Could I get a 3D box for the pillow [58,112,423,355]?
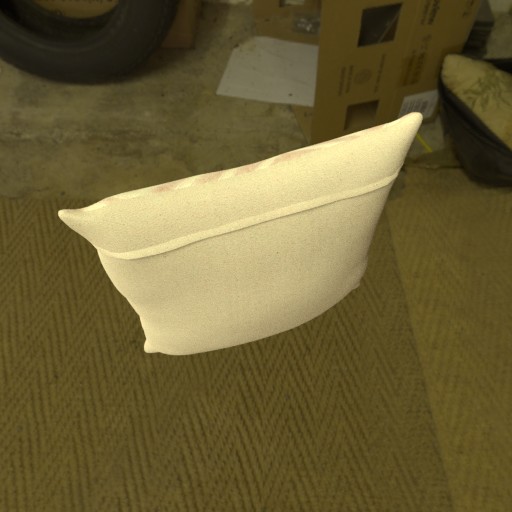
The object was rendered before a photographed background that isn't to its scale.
[{"bbox_3d":[0.000,0.000,0.679,0.440,0.441,0.182,-17,61,-10],"label":"pillow"}]
